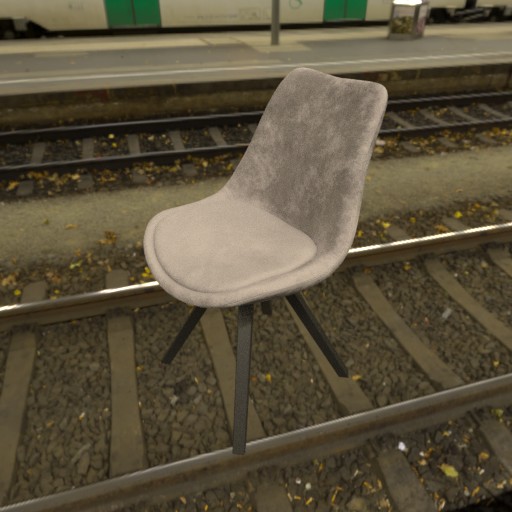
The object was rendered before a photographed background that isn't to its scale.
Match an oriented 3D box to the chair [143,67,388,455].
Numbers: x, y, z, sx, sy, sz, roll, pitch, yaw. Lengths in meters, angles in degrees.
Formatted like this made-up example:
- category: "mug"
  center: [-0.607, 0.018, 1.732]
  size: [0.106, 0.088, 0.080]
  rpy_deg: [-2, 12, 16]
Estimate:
- category: "chair"
  center: [0.000, 0.000, 1.179]
  size: [0.550, 0.850, 0.485]
  rpy_deg: [-23, 39, -31]
